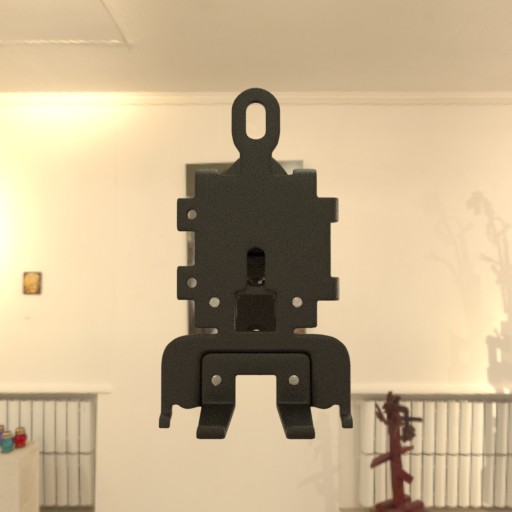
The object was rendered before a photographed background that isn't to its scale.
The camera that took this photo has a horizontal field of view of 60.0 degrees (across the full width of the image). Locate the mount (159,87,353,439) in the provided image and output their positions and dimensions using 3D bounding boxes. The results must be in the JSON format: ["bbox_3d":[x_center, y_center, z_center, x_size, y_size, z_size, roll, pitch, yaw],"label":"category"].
[{"bbox_3d":[0.000,0.000,0.178,0.066,0.118,0.100,0,-1,0],"label":"mount"}]
